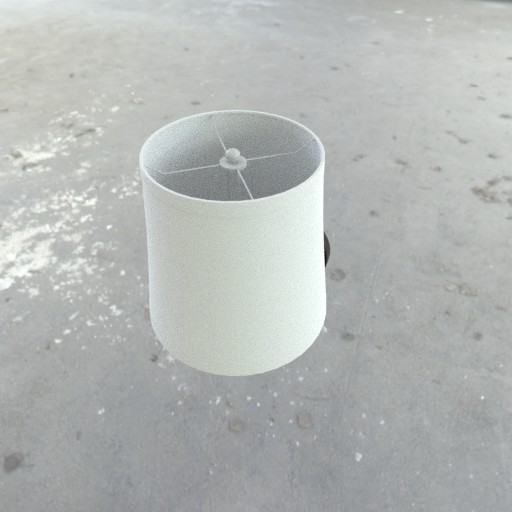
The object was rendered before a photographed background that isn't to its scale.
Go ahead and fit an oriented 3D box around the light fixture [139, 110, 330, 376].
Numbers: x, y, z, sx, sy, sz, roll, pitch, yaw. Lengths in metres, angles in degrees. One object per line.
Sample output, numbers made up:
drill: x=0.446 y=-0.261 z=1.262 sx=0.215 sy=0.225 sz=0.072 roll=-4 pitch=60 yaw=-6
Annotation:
light fixture: x=0.000 y=0.000 z=0.268 sx=0.100 sy=0.172 sz=0.157 roll=14 pitch=44 yaw=15
